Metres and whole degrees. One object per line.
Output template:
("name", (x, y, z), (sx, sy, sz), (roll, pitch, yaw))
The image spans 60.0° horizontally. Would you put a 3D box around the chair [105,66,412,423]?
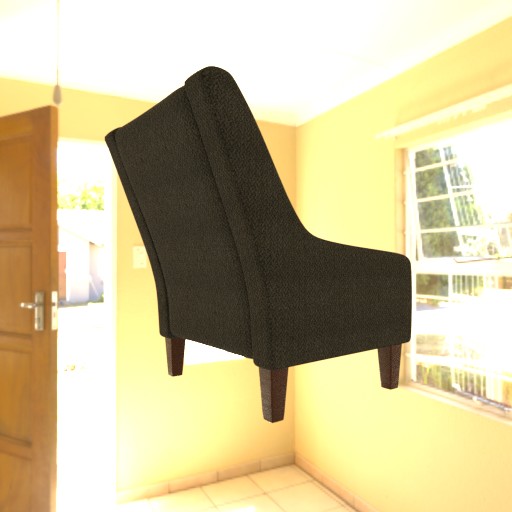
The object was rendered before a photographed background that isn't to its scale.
("chair", (0.000, 0.000, 1.735), (0.944, 1.012, 0.793), (1, -1, -37))
